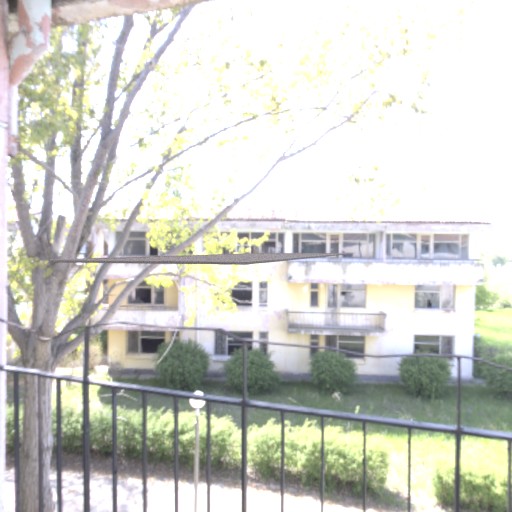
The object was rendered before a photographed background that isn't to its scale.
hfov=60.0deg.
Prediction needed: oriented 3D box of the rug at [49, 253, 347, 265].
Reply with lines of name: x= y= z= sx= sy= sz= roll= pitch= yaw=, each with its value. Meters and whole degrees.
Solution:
rug: x=0.000 y=0.000 z=2.638 sx=0.769 sy=0.012 sz=2.448 roll=0 pitch=1 yaw=19
